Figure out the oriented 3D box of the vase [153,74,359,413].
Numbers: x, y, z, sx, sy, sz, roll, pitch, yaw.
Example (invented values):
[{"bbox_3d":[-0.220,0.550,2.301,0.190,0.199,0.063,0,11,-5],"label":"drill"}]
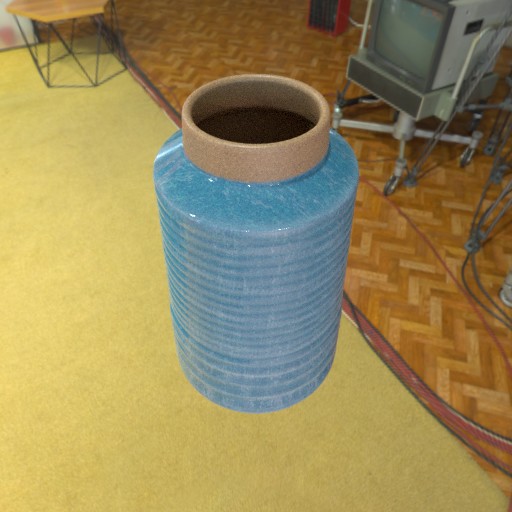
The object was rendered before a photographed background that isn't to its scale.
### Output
[{"bbox_3d":[0.000,0.000,0.367,0.163,0.267,0.163,0,47,0],"label":"vase"}]
